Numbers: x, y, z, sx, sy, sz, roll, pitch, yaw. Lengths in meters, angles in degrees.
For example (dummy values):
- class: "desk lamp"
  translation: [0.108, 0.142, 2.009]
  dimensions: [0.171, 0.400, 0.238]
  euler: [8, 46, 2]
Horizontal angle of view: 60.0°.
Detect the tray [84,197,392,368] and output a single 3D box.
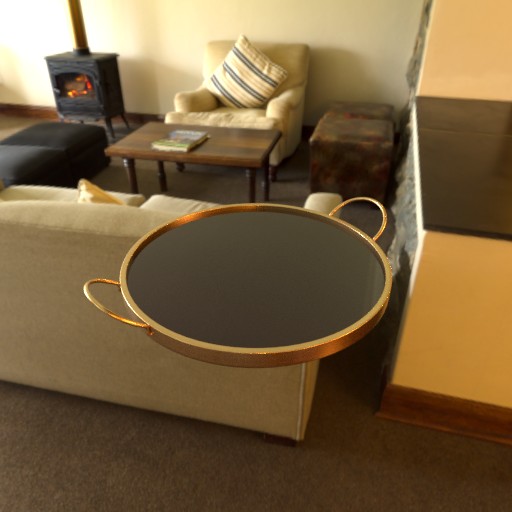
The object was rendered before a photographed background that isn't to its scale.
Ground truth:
- class: "tray"
  translation: [0.000, 0.000, 0.733]
  dimensions: [0.543, 0.069, 0.438]
  euler: [-19, 36, -28]
